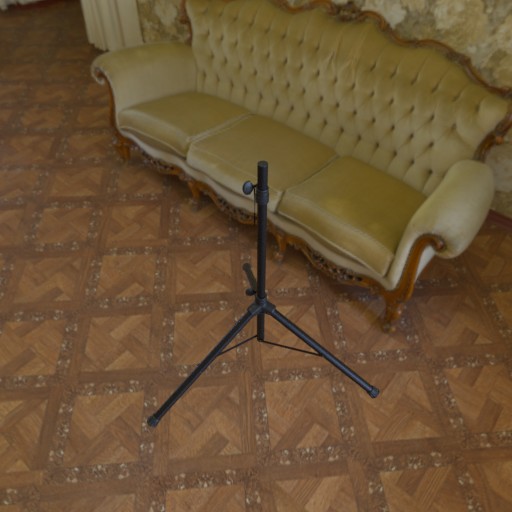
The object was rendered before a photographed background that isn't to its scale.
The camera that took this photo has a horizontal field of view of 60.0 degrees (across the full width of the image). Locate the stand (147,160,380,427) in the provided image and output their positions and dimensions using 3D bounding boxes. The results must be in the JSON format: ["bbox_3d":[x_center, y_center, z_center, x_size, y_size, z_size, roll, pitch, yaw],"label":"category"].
[{"bbox_3d":[0.000,0.000,1.870,1.045,1.136,0.907,-4,46,-4],"label":"stand"}]
